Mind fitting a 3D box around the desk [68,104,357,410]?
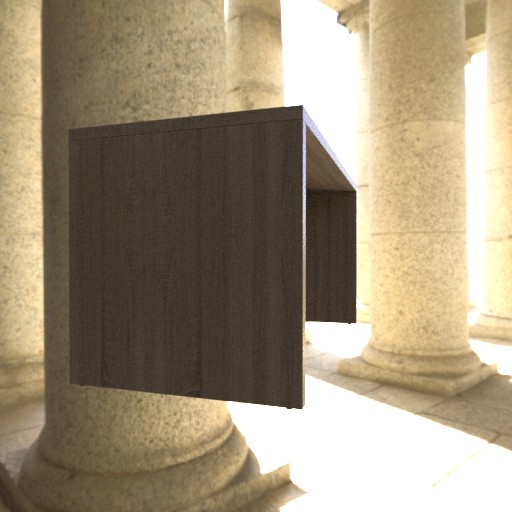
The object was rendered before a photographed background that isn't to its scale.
[{"bbox_3d":[0.000,0.000,1.833,0.690,0.745,1.380,0,1,18],"label":"desk"}]
